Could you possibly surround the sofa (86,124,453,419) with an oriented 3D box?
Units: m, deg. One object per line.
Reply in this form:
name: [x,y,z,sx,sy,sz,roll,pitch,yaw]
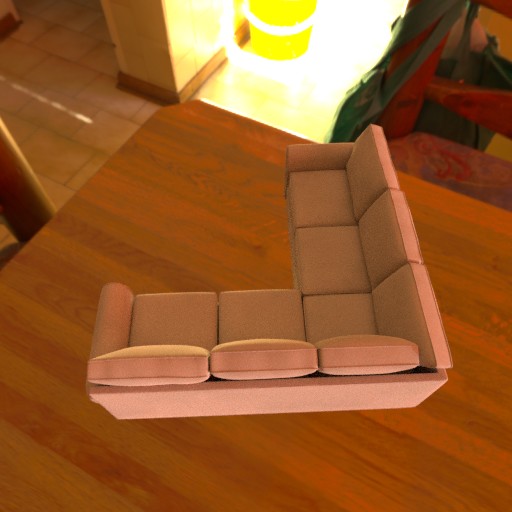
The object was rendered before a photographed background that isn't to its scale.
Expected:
sofa: [0.000,0.000,3.918,2.562,1.053,2.487,-2,58,-1]
